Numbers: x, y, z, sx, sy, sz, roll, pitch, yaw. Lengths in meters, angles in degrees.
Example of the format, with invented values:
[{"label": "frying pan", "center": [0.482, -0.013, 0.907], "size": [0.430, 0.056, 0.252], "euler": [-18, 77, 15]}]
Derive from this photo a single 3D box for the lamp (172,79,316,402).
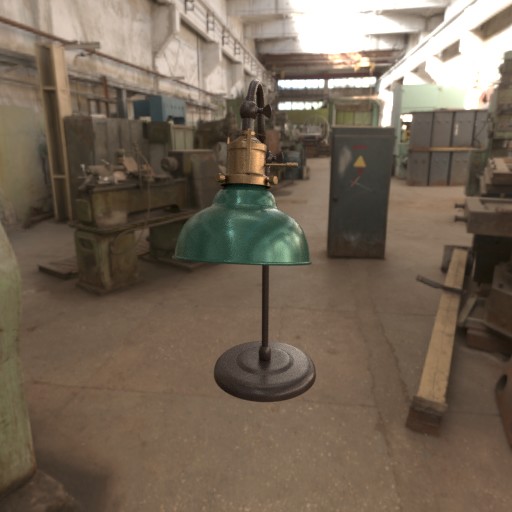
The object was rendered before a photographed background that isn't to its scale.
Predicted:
[{"label": "lamp", "center": [0.000, 0.000, 0.682], "size": [0.192, 0.508, 0.374], "euler": [3, 16, 10]}]
